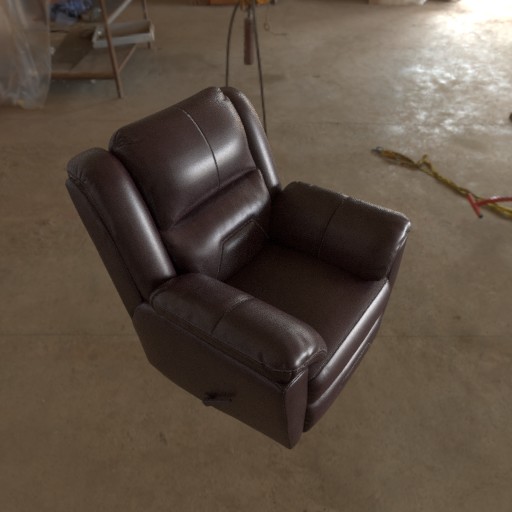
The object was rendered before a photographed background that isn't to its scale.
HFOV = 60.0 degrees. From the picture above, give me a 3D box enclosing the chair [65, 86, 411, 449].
[{"bbox_3d":[0.000,0.000,1.862,1.041,1.093,0.990,26,48,27],"label":"chair"}]
